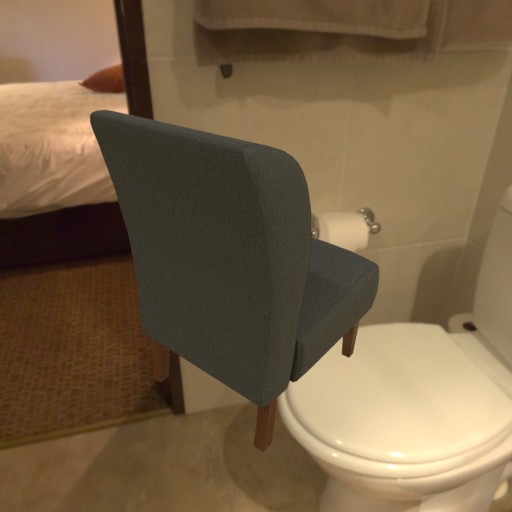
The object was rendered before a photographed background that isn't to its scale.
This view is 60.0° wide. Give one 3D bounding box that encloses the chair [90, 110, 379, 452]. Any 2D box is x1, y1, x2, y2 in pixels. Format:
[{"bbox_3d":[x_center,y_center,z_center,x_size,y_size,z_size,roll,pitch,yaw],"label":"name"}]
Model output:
[{"bbox_3d":[0.000,0.000,1.208,0.513,0.804,0.592,21,36,32],"label":"chair"}]
